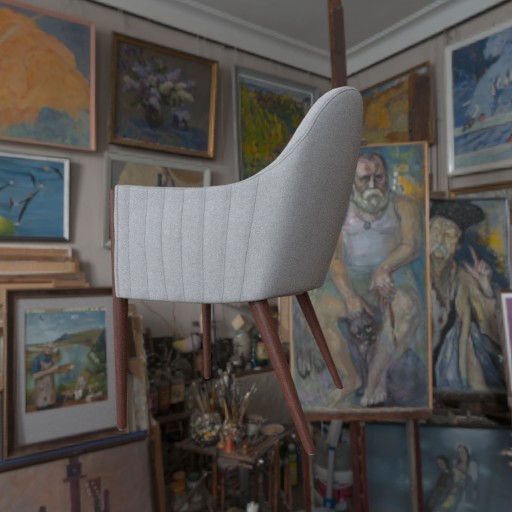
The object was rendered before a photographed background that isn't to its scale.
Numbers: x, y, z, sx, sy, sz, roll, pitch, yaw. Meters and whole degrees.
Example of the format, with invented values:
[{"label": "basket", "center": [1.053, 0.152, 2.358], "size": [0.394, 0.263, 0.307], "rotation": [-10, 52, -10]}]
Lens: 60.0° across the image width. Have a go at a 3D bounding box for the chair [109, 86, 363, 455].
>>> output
[{"label": "chair", "center": [0.000, 0.000, 1.310], "size": [0.620, 0.889, 0.610], "rotation": [0, -1, 17]}]
